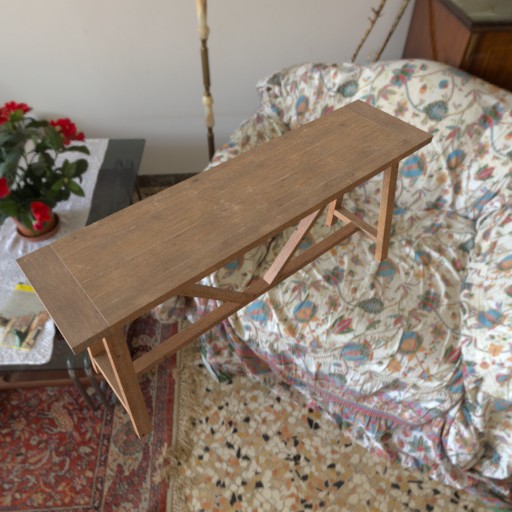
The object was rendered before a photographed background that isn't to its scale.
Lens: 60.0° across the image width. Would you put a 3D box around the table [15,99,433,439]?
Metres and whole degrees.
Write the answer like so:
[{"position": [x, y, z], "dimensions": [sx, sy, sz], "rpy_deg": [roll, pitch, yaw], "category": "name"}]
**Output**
[{"position": [0.000, 0.000, 2.112], "dimensions": [1.800, 0.810, 0.465], "rpy_deg": [-31, 54, -26], "category": "table"}]
